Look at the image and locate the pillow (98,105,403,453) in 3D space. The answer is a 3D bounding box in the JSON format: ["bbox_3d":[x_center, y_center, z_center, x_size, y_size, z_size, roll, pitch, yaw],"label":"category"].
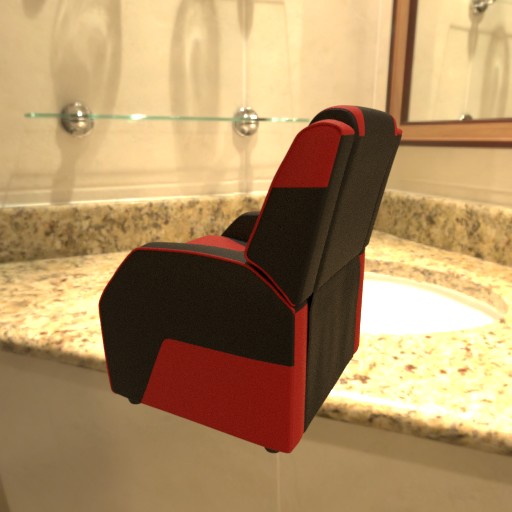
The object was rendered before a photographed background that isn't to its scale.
[{"bbox_3d":[0.000,0.000,1.291,0.672,0.805,0.620,8,17,26],"label":"pillow"}]
